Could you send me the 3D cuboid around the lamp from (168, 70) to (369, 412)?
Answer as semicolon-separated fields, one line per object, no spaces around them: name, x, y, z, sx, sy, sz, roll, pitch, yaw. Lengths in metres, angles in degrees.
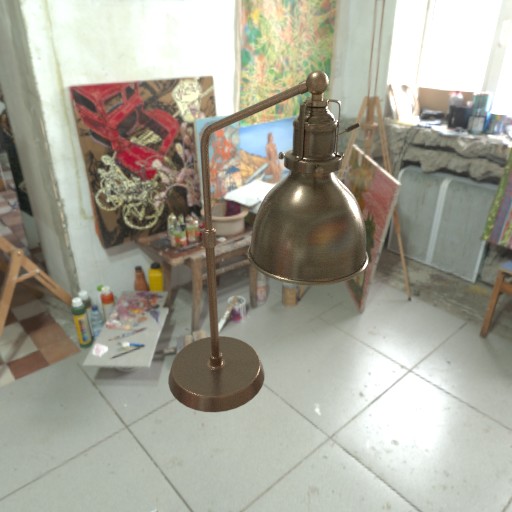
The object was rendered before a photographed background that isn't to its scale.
lamp;0.000;0.000;0.583;0.286;0.456;0.153;9;30;17
